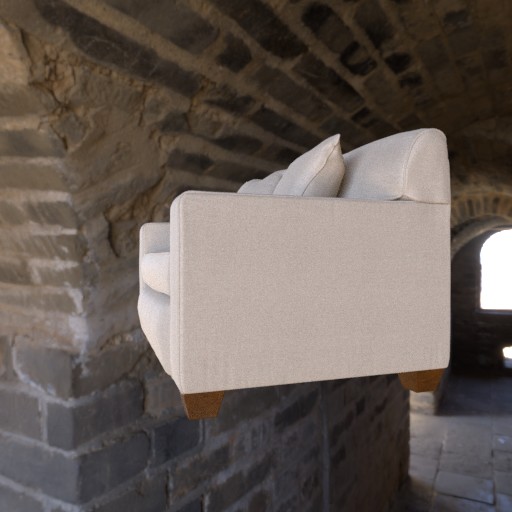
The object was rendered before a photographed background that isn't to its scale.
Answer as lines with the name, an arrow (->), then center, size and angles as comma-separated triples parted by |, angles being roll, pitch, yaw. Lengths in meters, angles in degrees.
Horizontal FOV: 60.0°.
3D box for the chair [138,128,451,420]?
chair -> 0.000, 0.000, 2.024 | 1.000, 0.948, 1.383 | 0, 0, -19
